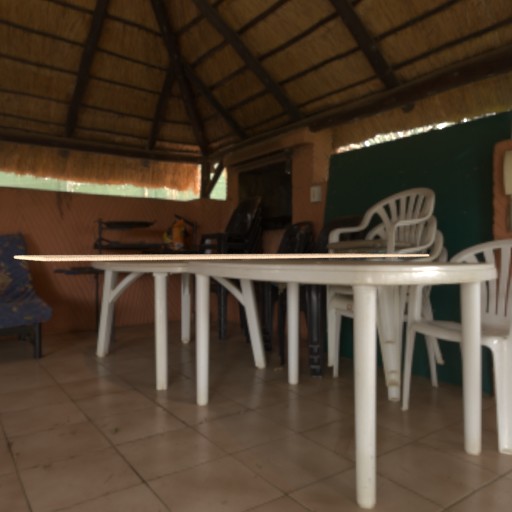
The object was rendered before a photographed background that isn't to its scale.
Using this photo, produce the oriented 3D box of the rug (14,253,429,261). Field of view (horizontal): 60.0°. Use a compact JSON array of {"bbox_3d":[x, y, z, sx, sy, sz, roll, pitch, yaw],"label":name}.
[{"bbox_3d":[0.000,0.000,2.444,2.276,0.014,0.678,0,1,-36],"label":"rug"}]
